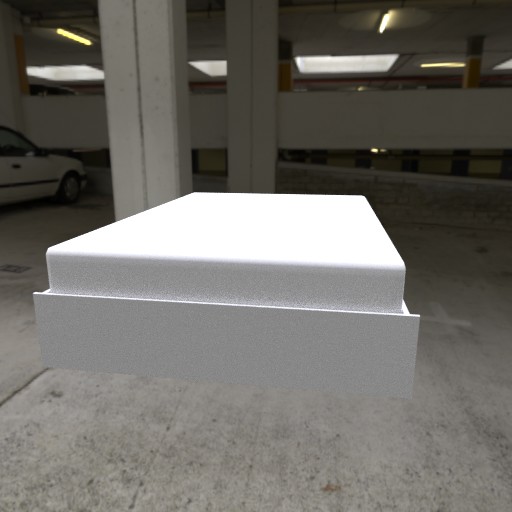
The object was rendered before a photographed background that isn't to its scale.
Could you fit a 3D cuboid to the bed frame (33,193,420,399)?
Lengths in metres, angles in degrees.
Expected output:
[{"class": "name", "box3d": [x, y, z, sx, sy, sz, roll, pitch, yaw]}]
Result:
[{"class": "bed frame", "box3d": [0.000, 0.000, 2.561, 1.445, 0.497, 1.945, 2, 15, 9]}]
